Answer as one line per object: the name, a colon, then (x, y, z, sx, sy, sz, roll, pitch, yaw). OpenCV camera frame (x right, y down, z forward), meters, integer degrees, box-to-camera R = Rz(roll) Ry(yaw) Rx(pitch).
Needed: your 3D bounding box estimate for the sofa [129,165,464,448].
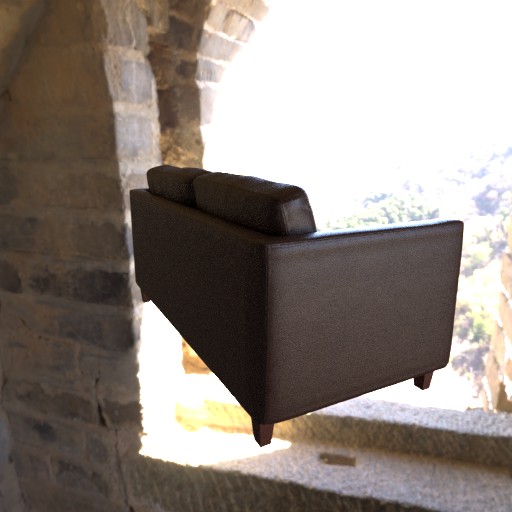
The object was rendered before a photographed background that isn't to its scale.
sofa: (0.000, 0.000, 2.407, 0.951, 0.933, 1.883, -7, 16, -27)
